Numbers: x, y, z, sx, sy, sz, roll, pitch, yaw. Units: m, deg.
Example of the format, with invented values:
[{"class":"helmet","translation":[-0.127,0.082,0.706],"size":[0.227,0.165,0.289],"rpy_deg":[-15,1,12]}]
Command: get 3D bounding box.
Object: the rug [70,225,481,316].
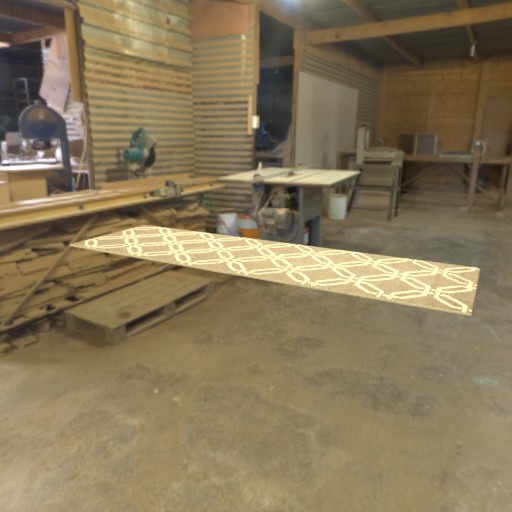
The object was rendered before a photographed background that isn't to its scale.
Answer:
[{"class":"rug","translation":[0.000,0.000,2.525],"size":[2.276,0.014,0.678],"rpy_deg":[8,18,27]}]
